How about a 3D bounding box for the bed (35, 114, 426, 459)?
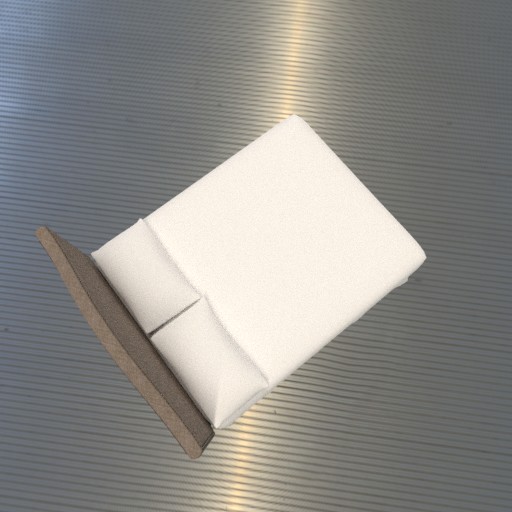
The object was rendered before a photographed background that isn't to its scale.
[{"bbox_3d":[0.000,0.000,3.232,2.153,1.518,1.713,-37,78,-9],"label":"bed"}]
